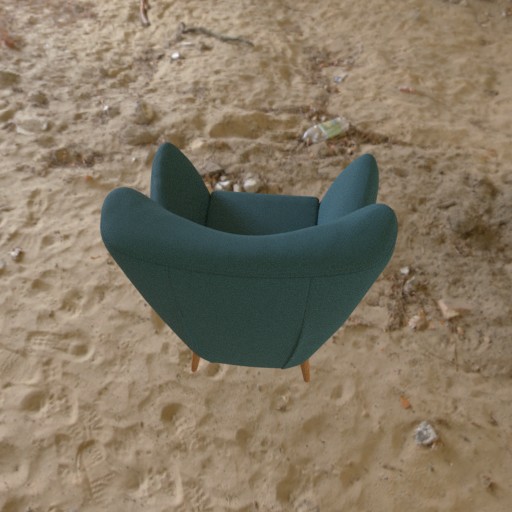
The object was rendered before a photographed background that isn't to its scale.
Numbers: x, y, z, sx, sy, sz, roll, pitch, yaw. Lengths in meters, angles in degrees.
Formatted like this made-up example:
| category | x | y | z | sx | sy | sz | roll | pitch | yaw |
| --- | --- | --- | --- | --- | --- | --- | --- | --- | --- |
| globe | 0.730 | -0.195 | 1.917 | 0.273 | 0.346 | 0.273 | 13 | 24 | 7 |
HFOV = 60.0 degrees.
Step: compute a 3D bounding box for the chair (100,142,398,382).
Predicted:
| category | x | y | z | sx | sy | sz | roll | pitch | yaw |
| --- | --- | --- | --- | --- | --- | --- | --- | --- | --- |
| chair | 0.000 | 0.000 | 1.632 | 0.890 | 0.889 | 0.889 | 4 | 48 | 4 |
